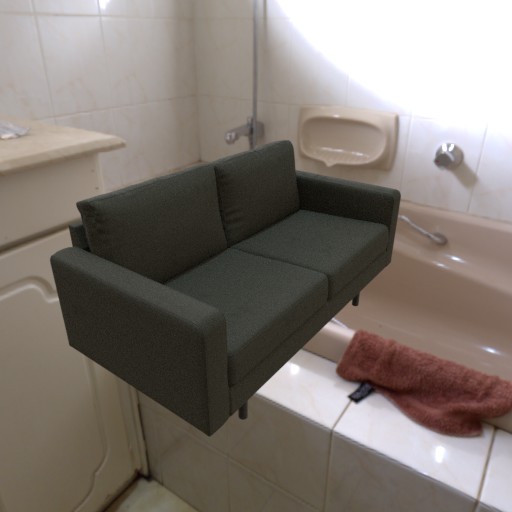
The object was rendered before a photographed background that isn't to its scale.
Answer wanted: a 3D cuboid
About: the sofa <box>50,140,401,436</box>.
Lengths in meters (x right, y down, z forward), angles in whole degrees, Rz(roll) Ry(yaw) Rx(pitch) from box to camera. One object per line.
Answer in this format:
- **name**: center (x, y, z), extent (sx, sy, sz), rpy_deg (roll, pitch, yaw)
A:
- **sofa**: center (0.000, 0.000, 2.323), extent (0.889, 0.897, 1.730), rpy_deg (18, 32, 32)
